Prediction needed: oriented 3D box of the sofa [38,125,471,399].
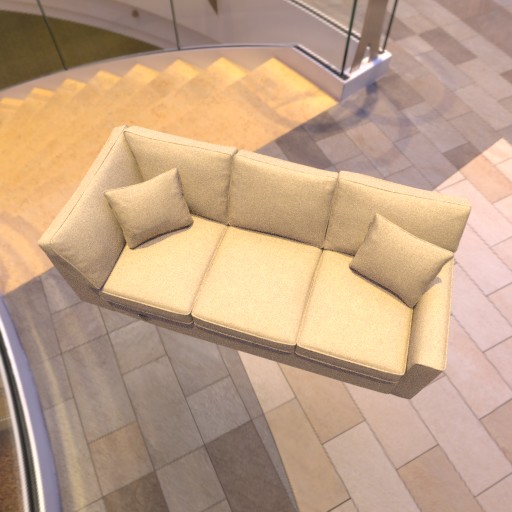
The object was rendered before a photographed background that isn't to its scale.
[{"bbox_3d":[0.000,0.000,2.808,2.317,0.962,1.061,15,59,9],"label":"sofa"}]
